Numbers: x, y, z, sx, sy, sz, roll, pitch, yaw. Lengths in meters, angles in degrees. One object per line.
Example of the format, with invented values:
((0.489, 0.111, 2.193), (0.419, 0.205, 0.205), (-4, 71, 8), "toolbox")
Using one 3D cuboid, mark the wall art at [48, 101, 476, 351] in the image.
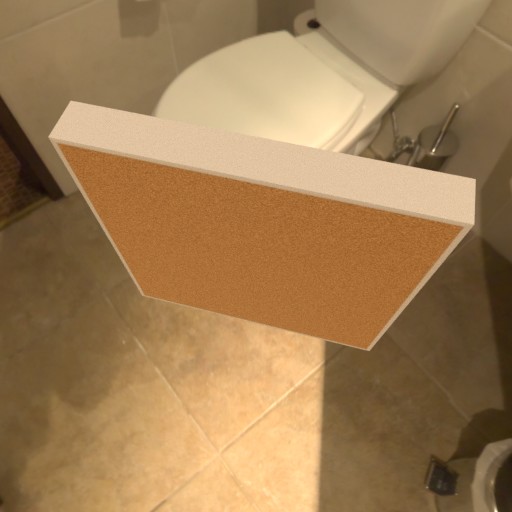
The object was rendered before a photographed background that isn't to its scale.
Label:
((0.000, 0.000, 0.452), (0.305, 0.304, 0.038), (13, 63, 7), "wall art")
